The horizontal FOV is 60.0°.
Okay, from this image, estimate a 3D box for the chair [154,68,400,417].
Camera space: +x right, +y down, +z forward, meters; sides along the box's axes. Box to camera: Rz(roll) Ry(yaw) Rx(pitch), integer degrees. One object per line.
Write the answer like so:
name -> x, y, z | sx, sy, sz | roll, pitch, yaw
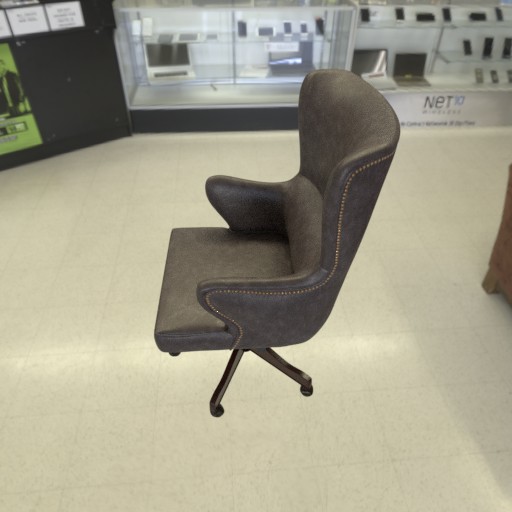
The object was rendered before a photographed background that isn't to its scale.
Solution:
chair -> 0.000, 0.000, 1.471 | 0.717, 1.037, 0.594 | -2, 41, -2
